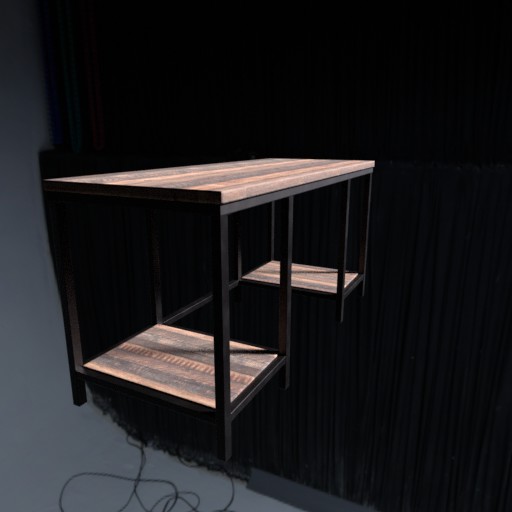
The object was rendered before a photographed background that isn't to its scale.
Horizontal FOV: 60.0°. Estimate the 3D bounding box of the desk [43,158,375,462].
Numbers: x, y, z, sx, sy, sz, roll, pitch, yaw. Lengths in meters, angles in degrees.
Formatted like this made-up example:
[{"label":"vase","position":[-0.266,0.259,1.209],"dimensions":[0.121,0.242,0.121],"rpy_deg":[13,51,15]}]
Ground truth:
[{"label":"desk","position":[0.000,0.000,1.924],"dimensions":[0.617,0.753,1.538],"rpy_deg":[8,17,26]}]
